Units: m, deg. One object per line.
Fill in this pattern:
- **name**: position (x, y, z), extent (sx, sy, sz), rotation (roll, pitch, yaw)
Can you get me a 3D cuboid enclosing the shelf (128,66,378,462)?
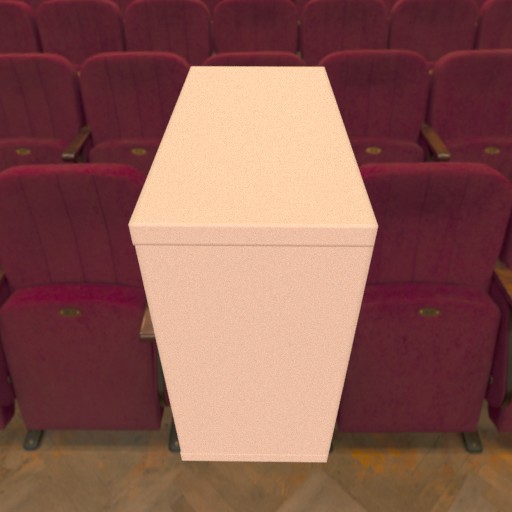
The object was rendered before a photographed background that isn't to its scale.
- **shelf**: position (0.000, 0.000, 1.247), extent (0.390, 0.786, 0.790), rotation (0, 40, 1)
